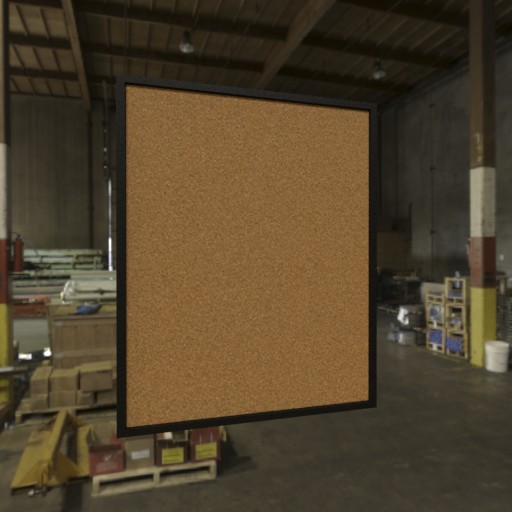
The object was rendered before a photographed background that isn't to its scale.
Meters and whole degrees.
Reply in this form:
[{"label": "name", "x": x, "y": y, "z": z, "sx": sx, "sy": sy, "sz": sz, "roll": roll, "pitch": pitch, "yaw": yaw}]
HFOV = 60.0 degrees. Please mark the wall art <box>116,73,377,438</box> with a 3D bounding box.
[{"label": "wall art", "x": 0.000, "y": 0.000, "z": 0.760, "sx": 0.457, "sy": 0.559, "sz": 0.029, "roll": 0, "pitch": 0, "yaw": -17}]
